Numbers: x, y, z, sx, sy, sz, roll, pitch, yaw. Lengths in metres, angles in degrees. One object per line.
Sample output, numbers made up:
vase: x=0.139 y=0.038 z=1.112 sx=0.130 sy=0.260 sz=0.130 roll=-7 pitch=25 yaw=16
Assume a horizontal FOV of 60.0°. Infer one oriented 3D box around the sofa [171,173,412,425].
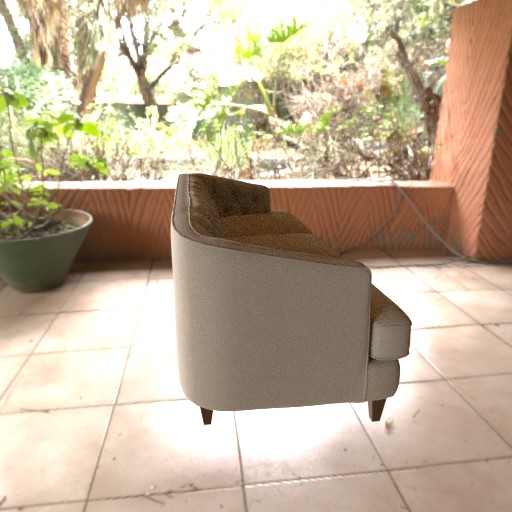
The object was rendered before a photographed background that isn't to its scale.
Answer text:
sofa: x=0.000 y=0.000 z=2.711 sx=0.941 sy=0.855 sz=2.278 roll=-2 pitch=17 yaw=-8
